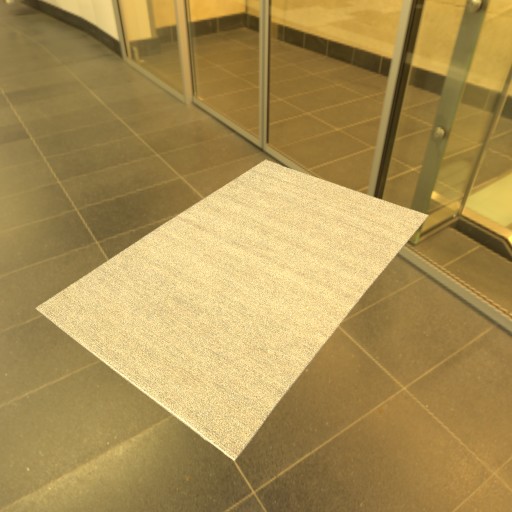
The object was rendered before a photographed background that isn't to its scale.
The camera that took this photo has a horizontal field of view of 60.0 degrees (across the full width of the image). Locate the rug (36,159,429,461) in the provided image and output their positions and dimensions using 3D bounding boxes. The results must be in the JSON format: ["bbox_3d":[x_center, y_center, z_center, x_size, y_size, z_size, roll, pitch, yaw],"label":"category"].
[{"bbox_3d":[0.000,0.000,2.319,1.179,0.022,1.820,26,46,28],"label":"rug"}]
